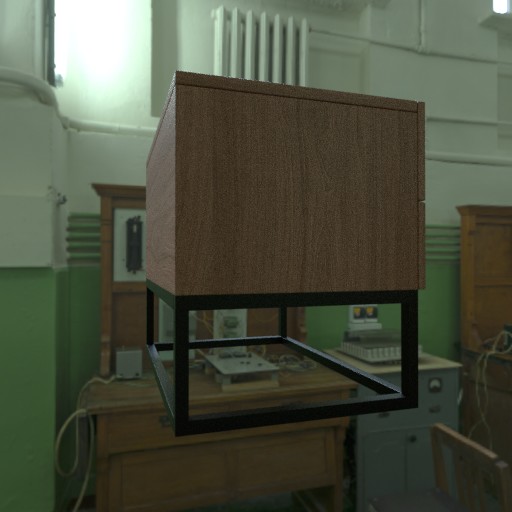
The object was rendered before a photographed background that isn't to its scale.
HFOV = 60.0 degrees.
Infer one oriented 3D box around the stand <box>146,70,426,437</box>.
[{"bbox_3d":[0.000,0.000,0.949,0.420,0.500,0.600,0,0,-18],"label":"stand"}]
